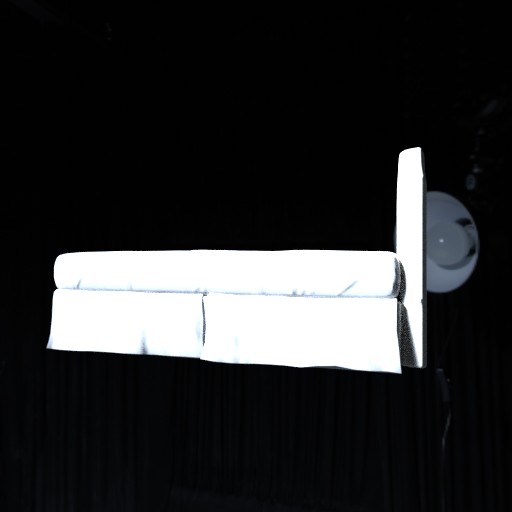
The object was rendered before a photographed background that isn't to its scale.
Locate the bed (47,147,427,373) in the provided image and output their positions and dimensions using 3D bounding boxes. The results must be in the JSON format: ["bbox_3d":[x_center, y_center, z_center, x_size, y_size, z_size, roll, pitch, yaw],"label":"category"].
[{"bbox_3d":[0.000,0.000,3.628,2.498,1.293,1.977,0,0,17],"label":"bed"}]
